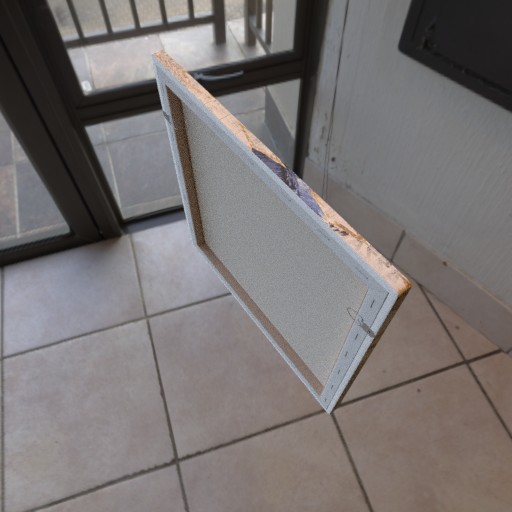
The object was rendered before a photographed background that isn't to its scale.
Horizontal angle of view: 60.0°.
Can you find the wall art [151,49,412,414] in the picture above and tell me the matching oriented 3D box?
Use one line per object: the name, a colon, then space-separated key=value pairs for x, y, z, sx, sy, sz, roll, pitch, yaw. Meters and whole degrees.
wall art: x=0.000 y=0.000 z=1.384 sx=0.039 sy=0.914 sz=0.912 roll=-32 pitch=63 yaw=-19
